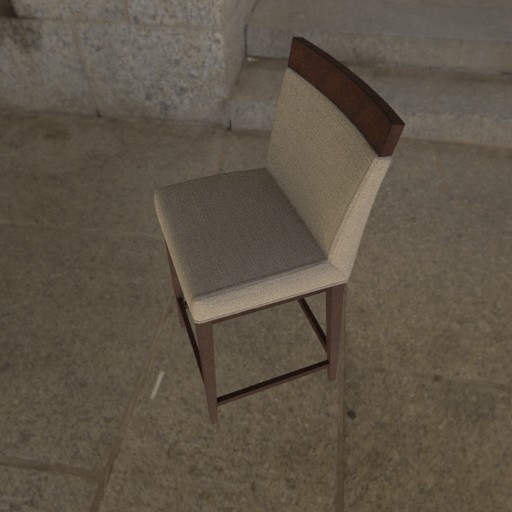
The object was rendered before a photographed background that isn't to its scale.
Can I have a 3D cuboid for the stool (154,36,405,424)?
[{"bbox_3d":[0.000,0.000,1.419,0.531,1.117,0.511,-15,48,-14],"label":"stool"}]
